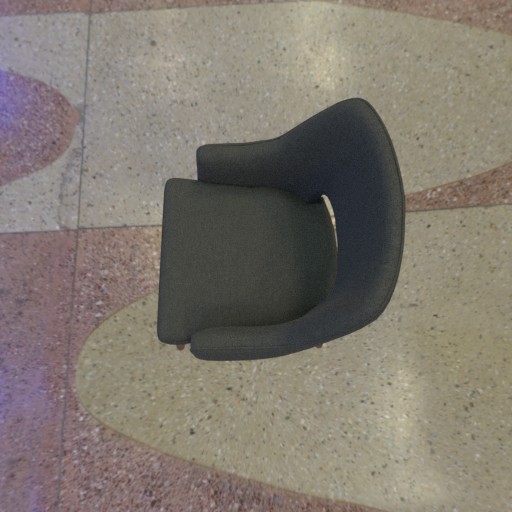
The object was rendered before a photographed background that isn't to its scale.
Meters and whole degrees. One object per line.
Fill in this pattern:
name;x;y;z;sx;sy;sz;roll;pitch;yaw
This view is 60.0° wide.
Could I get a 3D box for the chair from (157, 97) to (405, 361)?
chair;0.000;0.000;1.209;0.560;0.838;0.559;0;75;0
